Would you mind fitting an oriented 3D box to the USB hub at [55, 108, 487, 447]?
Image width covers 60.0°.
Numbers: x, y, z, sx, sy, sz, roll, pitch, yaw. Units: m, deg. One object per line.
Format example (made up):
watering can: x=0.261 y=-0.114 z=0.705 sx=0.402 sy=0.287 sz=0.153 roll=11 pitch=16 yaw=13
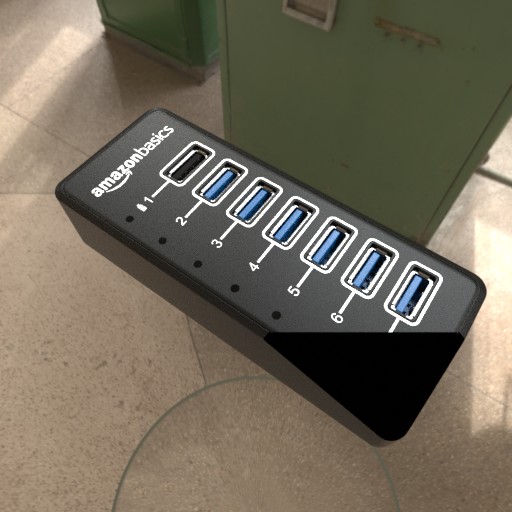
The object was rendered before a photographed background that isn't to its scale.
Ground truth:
USB hub: x=0.000 y=0.000 z=0.124 sx=0.110 sy=0.023 sz=0.044 roll=32 pitch=64 yaw=17
